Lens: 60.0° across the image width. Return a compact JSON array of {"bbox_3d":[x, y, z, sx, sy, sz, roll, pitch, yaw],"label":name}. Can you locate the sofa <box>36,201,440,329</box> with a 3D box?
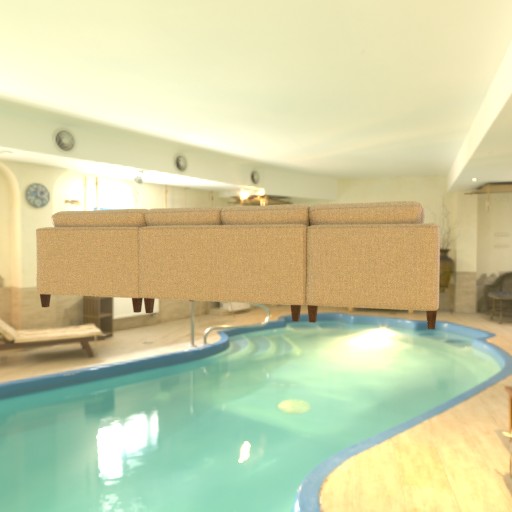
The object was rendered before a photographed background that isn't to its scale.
[{"bbox_3d":[0.000,0.000,4.645,3.403,0.889,2.551,1,2,18],"label":"sofa"}]
